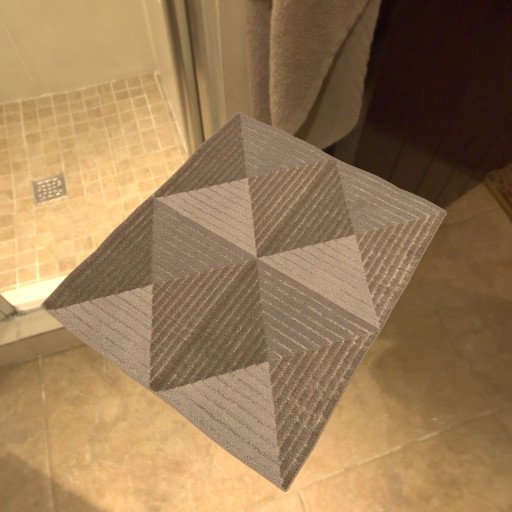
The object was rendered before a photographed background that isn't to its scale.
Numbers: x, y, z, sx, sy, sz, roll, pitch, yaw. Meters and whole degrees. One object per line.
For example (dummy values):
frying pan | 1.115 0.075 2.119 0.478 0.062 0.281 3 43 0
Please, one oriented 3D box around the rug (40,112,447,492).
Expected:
rug | 0.000 0.000 0.880 0.551 0.008 0.642 31 64 17
